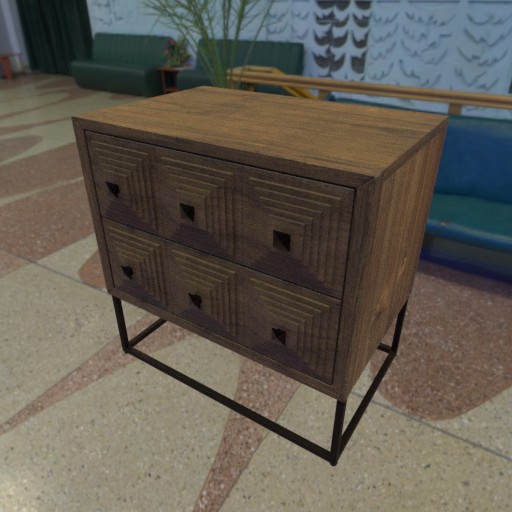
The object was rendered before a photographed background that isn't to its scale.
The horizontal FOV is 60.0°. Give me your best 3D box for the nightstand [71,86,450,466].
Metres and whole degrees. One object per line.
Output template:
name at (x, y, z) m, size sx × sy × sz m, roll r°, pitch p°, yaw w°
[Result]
nightstand at (0.000, 0.000, 0.996) m, size 0.610 × 0.610 × 0.437 m, roll 18°, pitch 35°, yaw 28°
